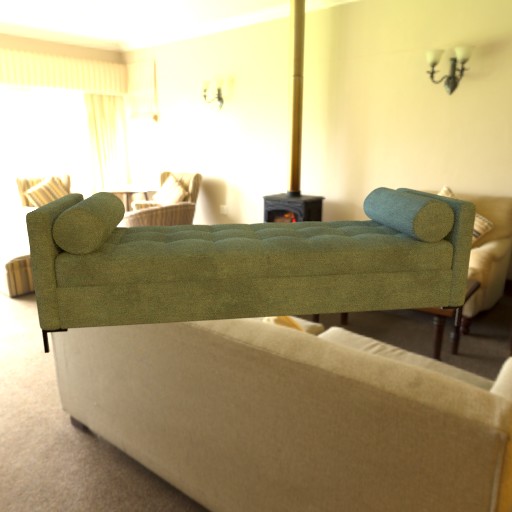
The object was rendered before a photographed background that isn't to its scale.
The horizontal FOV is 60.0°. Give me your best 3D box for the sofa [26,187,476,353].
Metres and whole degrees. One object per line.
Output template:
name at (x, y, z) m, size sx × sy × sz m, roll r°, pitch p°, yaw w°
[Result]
sofa at (0.000, 0.000, 2.314) m, size 1.981 × 0.635 × 0.686 m, roll -2°, pitch 15°, yaw -8°
